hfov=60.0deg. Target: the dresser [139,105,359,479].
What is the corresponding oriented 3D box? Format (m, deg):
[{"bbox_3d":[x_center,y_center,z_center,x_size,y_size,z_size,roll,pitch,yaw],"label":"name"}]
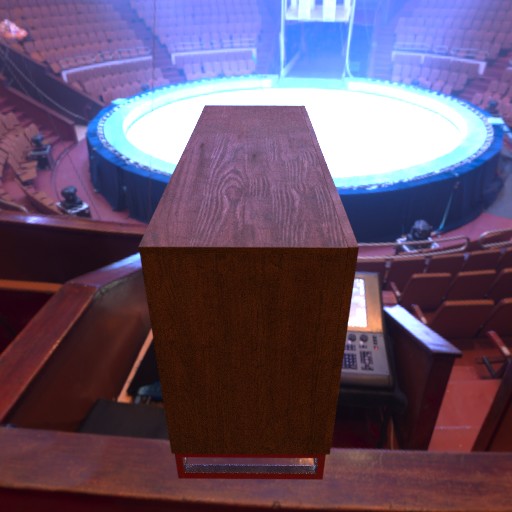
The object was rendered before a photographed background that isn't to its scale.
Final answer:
[{"bbox_3d":[0.000,0.000,2.158,0.623,1.061,1.646,0,31,0],"label":"dresser"}]
